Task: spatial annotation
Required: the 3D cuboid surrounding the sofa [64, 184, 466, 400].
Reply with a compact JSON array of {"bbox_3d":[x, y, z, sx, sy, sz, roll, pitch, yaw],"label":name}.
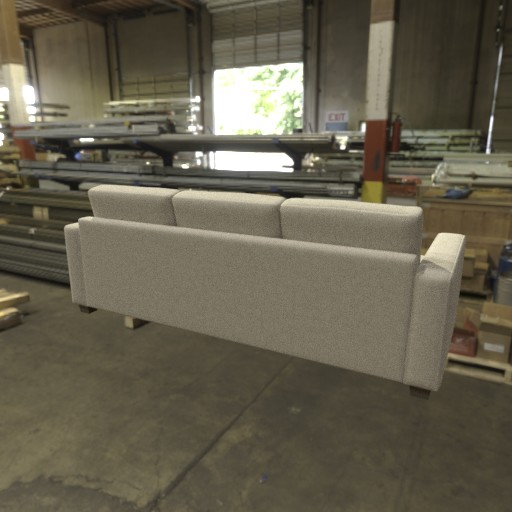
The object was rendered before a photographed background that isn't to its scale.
[{"bbox_3d":[0.000,0.000,2.583,2.160,0.800,0.900,8,17,27],"label":"sofa"}]
